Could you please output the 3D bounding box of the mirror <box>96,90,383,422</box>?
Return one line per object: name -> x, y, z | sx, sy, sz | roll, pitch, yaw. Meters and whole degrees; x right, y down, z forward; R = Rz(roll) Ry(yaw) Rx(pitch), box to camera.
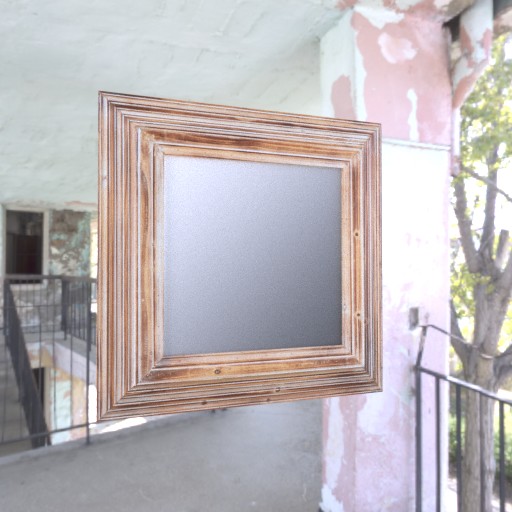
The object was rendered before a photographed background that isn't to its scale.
mirror -> 0.000, 0.000, 1.192 | 0.804, 0.804, 0.061 | 0, -1, -18
